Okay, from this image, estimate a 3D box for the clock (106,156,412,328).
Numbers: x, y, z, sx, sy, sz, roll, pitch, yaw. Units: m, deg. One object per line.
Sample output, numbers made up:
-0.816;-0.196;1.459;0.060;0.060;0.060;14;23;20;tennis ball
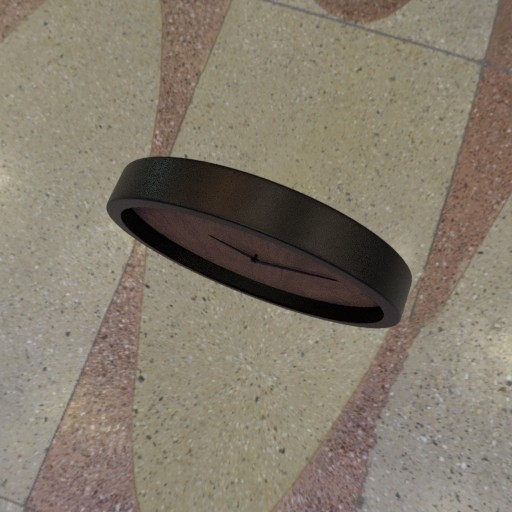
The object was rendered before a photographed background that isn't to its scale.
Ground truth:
0.000;0.000;0.469;0.314;0.314;0.040;20;77;5;clock
